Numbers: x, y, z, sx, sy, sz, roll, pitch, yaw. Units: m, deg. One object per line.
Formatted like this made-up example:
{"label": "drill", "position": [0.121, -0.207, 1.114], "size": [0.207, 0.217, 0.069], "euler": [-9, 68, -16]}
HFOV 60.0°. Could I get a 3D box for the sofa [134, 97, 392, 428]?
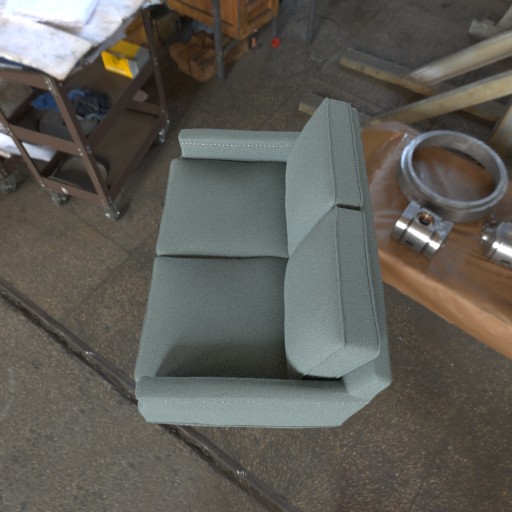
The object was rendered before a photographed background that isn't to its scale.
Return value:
{"label": "sofa", "position": [0.000, 0.000, 2.338], "size": [1.084, 1.003, 1.597], "euler": [2, 59, 1]}
